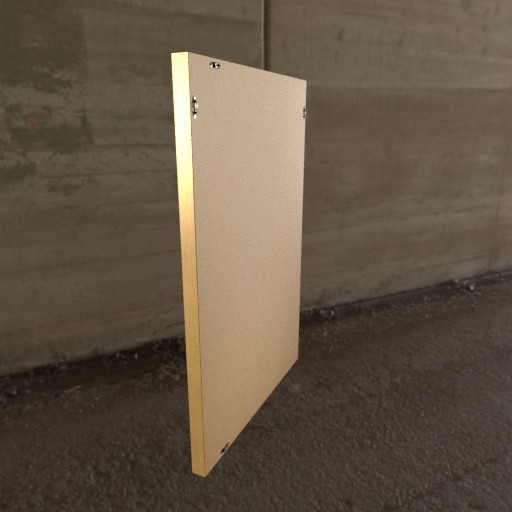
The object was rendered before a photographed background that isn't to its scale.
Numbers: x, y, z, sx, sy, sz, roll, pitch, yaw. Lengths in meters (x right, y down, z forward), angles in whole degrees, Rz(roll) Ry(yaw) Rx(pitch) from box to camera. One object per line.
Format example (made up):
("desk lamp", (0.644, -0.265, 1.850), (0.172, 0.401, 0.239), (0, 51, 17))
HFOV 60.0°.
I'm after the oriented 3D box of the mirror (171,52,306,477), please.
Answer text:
("mirror", (0.000, 0.000, 1.176), (0.041, 0.915, 0.609), (8, 18, 25))
